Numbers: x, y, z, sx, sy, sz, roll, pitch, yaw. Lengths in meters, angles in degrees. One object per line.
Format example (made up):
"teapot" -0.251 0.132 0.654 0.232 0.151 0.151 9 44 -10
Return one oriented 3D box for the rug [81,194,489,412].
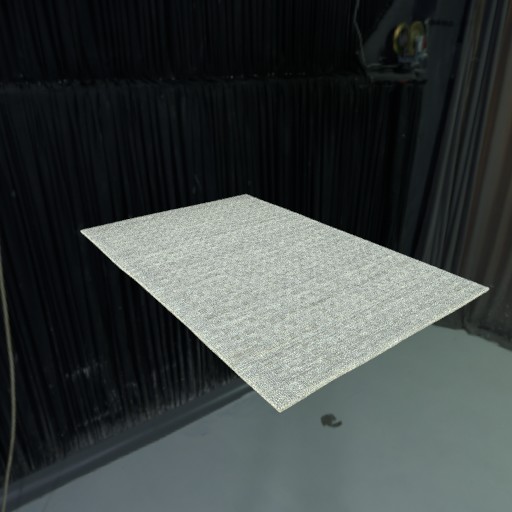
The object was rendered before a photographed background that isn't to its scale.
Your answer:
"rug" 0.000 0.000 2.880 1.532 0.018 2.297 -18 30 -34
